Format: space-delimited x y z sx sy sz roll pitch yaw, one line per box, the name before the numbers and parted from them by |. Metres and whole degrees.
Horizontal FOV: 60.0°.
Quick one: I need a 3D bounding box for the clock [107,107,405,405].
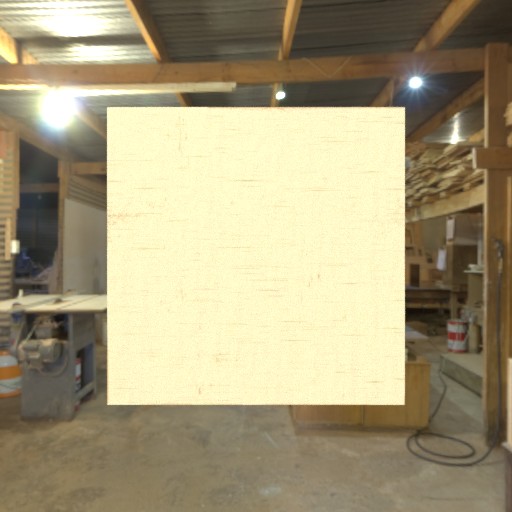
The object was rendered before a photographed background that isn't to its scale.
clock | 0.000 0.000 1.065 0.705 0.705 0.032 0 0 0
